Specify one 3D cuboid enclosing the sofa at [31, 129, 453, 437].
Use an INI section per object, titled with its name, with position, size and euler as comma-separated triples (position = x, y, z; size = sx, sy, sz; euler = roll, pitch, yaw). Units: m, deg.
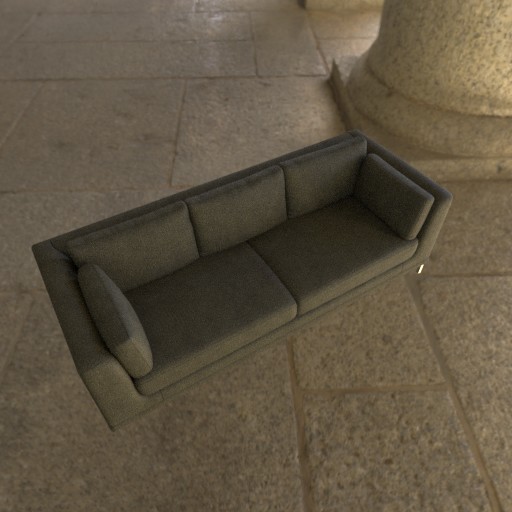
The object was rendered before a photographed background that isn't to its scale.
[sofa]
position = 0.000, 0.000, 2.893
size = 2.415, 0.867, 0.969
euler = -24, 51, -21
